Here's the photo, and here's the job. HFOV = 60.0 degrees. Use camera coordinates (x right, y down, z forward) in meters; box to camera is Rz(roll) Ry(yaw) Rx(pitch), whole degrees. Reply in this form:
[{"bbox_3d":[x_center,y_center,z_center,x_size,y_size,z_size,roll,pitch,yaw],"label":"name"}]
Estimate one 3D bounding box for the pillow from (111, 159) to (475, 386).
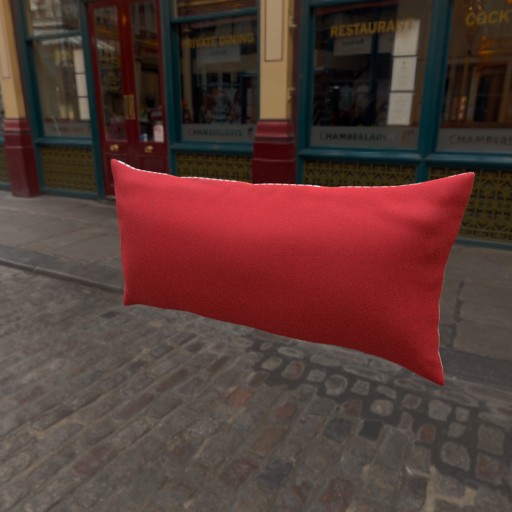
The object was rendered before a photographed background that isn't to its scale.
[{"bbox_3d":[0.000,0.000,0.721,0.608,0.297,0.151,9,18,27],"label":"pillow"}]
